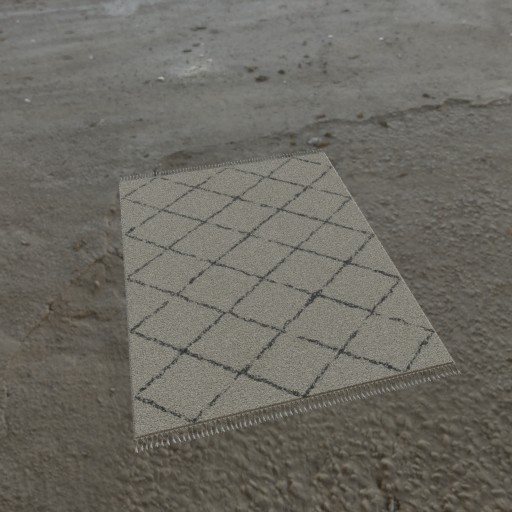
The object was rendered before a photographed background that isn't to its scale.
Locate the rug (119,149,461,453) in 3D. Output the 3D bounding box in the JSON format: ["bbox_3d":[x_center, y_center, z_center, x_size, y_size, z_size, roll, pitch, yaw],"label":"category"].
[{"bbox_3d":[0.000,0.000,4.095,2.380,0.013,3.051,-10,48,-9],"label":"rug"}]
